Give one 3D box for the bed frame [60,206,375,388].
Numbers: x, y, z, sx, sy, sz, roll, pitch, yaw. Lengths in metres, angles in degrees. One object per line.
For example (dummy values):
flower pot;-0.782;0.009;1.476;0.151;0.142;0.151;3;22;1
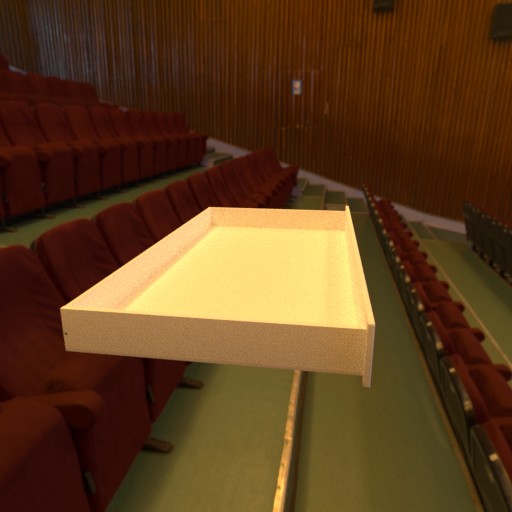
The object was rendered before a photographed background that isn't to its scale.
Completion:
bed frame;0.000;0.000;1.531;0.670;0.141;1.300;3;17;9
